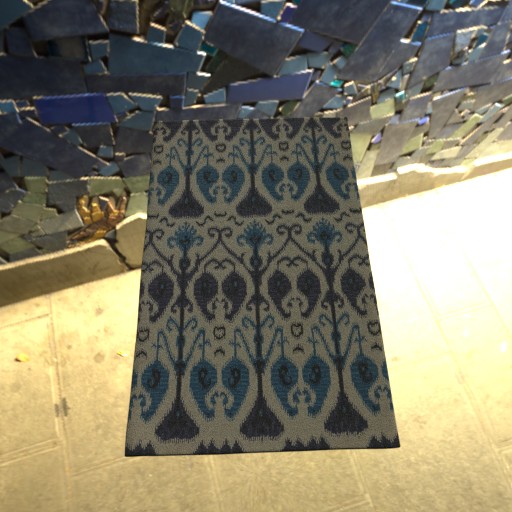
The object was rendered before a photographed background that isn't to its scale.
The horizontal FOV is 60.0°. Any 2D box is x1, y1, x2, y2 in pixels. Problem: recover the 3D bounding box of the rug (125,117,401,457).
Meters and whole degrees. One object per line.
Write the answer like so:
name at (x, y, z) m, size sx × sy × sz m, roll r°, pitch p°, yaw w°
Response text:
rug at (0.000, 0.000, 2.086) m, size 1.072 × 0.013 × 1.698 m, roll -2°, pitch 64°, yaw -1°
